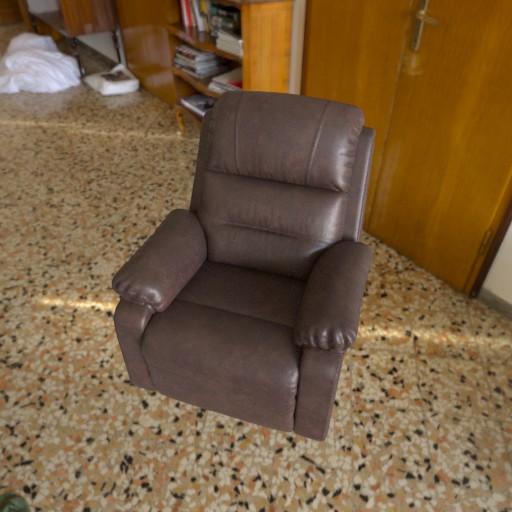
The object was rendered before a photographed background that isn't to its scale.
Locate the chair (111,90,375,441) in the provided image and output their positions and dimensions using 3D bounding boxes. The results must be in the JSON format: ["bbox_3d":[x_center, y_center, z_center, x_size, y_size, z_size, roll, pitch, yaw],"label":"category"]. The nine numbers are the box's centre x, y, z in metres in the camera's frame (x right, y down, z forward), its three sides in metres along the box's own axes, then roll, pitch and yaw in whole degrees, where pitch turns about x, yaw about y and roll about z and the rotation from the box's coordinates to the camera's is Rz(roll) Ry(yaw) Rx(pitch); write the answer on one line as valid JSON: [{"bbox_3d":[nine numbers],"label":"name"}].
[{"bbox_3d":[0.000,0.000,1.706,0.855,0.992,0.919,12,41,14],"label":"chair"}]
